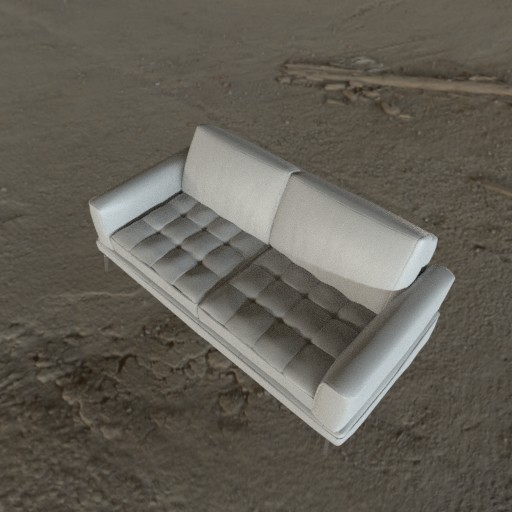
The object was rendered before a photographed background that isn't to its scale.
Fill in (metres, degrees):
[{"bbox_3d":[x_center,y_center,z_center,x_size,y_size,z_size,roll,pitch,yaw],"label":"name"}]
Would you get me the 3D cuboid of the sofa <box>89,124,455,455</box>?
[{"bbox_3d":[0.000,0.000,2.830,2.177,0.930,1.121,33,54,28],"label":"sofa"}]
